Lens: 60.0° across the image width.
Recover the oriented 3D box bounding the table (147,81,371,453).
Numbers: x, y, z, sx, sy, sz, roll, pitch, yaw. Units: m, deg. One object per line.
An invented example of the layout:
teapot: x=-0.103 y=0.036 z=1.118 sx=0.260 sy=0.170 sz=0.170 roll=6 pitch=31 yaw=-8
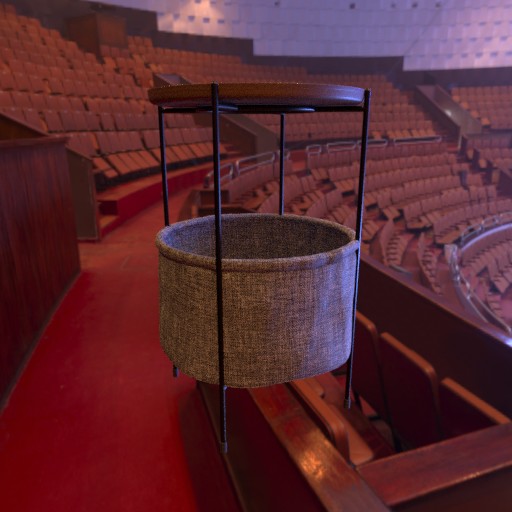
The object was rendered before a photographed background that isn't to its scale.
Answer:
table: x=0.000 y=0.000 z=0.893 sx=0.400 sy=0.623 sz=0.400 roll=-8 pitch=18 yaw=-26
